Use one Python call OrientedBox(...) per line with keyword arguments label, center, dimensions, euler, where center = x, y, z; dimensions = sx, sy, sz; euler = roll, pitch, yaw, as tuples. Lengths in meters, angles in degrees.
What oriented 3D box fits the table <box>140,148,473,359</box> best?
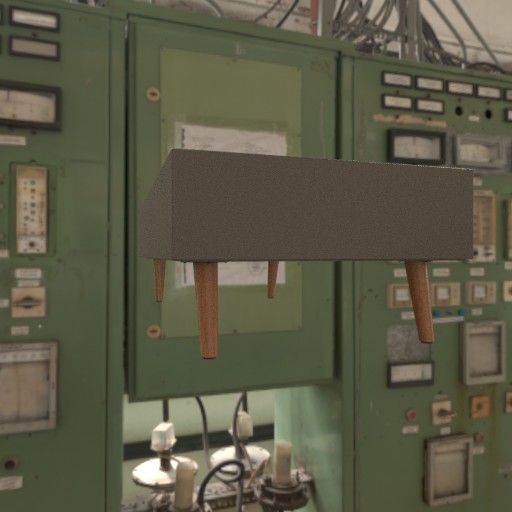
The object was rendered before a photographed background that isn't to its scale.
OrientedBox(label="table", center=(0.000, 0.000, 1.495), dimensions=(0.703, 0.404, 1.201), euler=(0, 0, -17))
